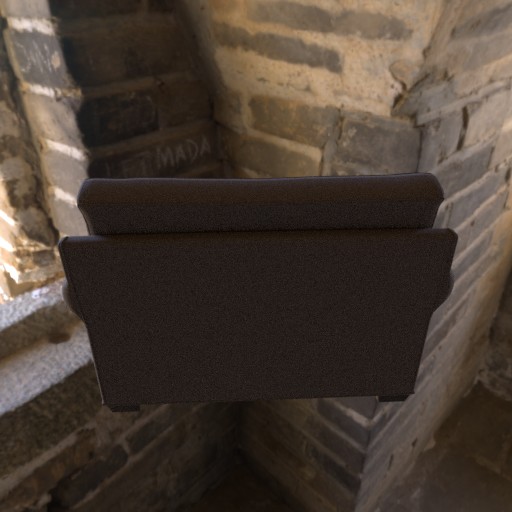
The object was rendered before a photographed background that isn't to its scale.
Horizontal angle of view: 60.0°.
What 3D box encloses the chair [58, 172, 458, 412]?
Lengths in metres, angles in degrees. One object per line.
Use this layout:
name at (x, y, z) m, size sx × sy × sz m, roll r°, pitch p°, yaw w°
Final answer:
chair at (0.000, 0.000, 1.957) m, size 1.390 × 0.930 × 0.930 m, roll -1°, pitch 29°, yaw -2°
